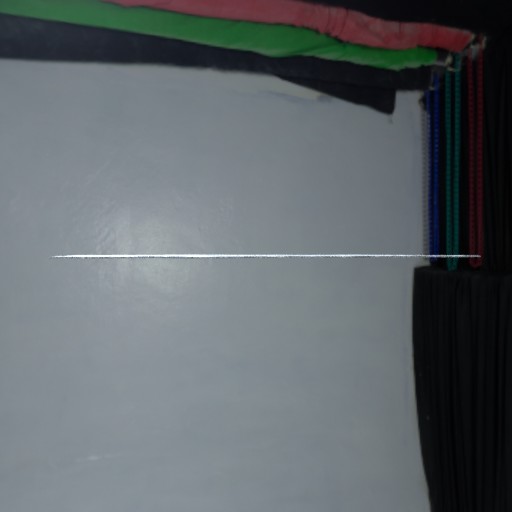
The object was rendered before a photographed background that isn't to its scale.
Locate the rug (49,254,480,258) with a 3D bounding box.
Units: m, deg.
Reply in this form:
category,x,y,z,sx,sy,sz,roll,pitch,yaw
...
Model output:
category,x,y,z,sx,sy,sz,roll,pitch,yaw
rug,0.000,0.000,3.071,2.434,0.015,1.520,0,0,-18
